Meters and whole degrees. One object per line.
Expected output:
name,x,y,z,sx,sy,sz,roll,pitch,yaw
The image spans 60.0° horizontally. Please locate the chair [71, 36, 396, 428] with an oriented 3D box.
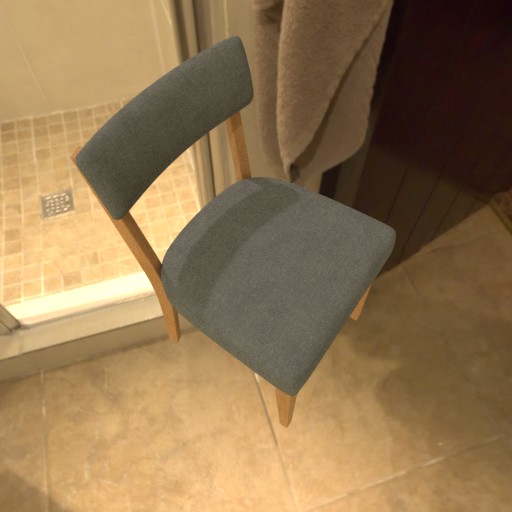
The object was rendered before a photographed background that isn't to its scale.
chair,0.000,0.000,1.164,0.572,0.832,0.508,31,62,18
